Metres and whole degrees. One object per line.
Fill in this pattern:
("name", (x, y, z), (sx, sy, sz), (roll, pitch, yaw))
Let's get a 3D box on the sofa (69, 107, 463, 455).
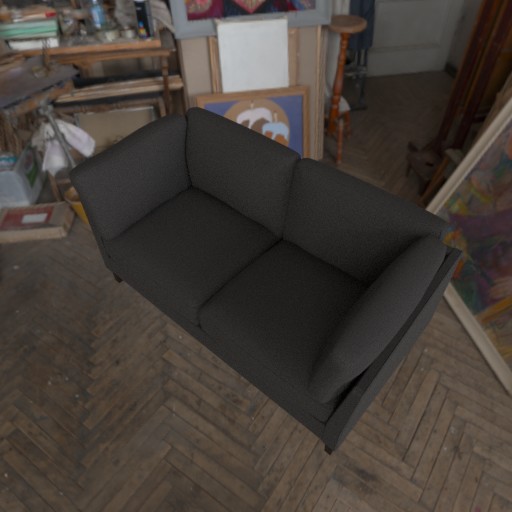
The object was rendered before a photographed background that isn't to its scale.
("sofa", (0.000, 0.000, 2.338), (1.751, 0.920, 0.969), (32, 54, 27))
